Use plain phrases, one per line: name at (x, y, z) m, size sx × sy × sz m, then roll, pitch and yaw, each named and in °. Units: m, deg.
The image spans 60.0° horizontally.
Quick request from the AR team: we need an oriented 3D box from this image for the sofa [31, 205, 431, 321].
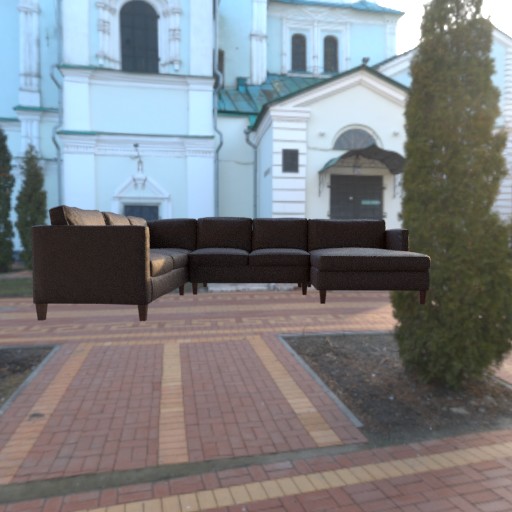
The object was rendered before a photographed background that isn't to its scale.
sofa at (0.000, 0.000, 4.652) m, size 3.460 × 0.923 × 2.593 m, roll 0°, pitch 2°, yaw 2°
